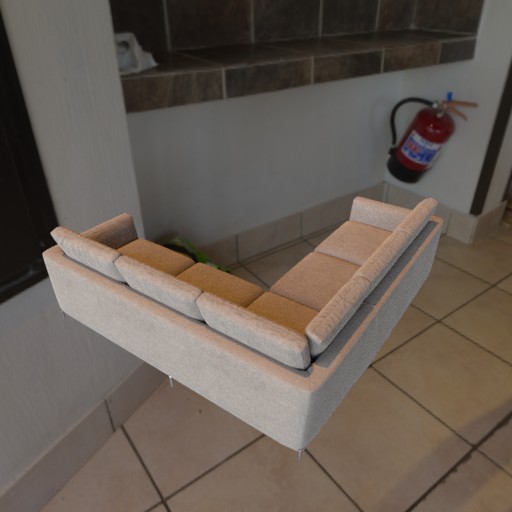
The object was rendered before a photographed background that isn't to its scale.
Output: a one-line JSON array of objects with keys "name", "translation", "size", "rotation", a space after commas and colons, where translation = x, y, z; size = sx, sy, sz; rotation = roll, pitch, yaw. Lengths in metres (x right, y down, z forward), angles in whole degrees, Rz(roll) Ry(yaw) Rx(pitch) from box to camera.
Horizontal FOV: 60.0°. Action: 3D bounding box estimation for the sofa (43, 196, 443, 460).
[{"name": "sofa", "translation": [0.000, 0.000, 3.785], "size": [2.438, 0.864, 2.438], "rotation": [20, 37, 29]}]
